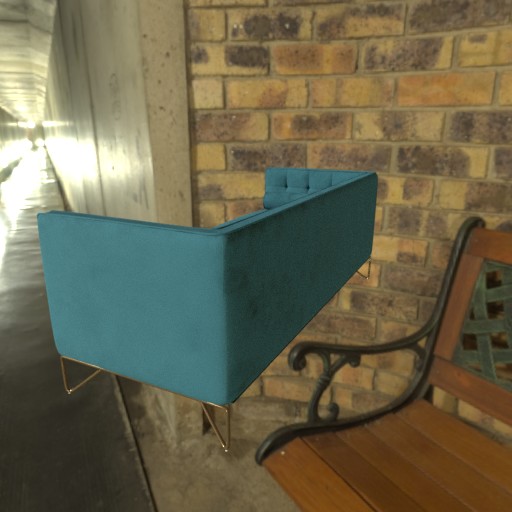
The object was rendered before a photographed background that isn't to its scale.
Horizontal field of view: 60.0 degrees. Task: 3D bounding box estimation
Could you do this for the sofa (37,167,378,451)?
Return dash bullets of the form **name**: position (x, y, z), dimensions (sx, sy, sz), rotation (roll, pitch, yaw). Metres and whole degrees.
- **sofa**: position (0.000, 0.000, 2.480), dimensions (0.867, 0.789, 2.087), rotation (8, 19, 26)
